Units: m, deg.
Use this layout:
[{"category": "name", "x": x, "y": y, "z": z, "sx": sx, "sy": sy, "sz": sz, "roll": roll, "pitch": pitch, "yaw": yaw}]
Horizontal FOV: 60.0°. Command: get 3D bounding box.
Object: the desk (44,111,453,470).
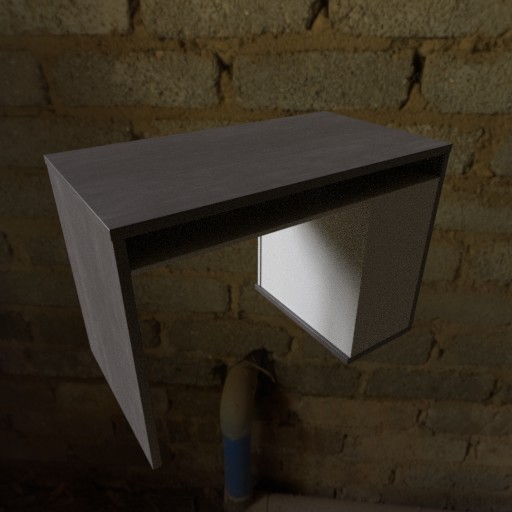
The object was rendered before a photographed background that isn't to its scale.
[{"category": "desk", "x": 0.000, "y": 0.000, "z": 1.537, "sx": 1.100, "sy": 0.750, "sz": 0.600, "roll": -18, "pitch": 34, "yaw": -29}]
